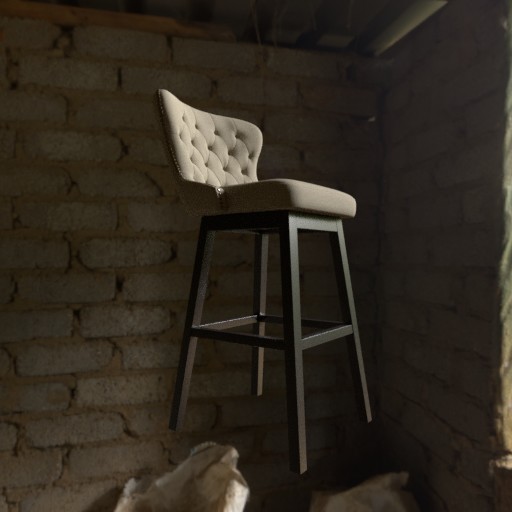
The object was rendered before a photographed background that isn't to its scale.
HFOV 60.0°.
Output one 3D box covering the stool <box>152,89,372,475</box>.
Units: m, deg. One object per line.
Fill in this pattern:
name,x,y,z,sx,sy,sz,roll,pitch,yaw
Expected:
stool,0.000,0.000,1.439,0.605,1.066,0.528,0,0,37
